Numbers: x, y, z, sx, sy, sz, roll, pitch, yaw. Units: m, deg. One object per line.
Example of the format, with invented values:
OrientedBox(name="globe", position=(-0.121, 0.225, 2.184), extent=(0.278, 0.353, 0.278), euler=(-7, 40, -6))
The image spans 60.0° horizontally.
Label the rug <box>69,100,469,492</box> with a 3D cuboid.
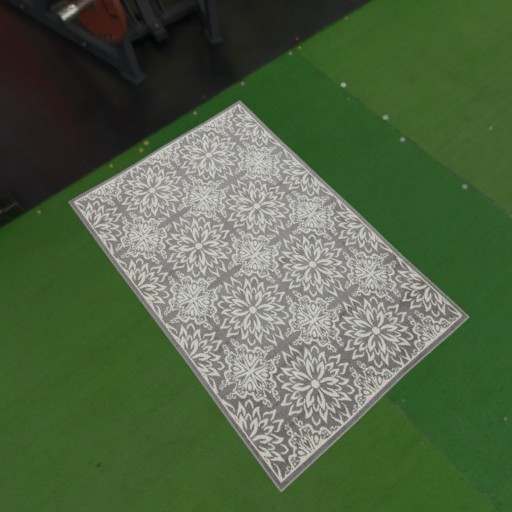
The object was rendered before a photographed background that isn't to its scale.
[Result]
OrientedBox(name="rug", position=(0.000, 0.000, 2.337), extent=(1.224, 0.012, 1.847), euler=(-36, 69, -16))
